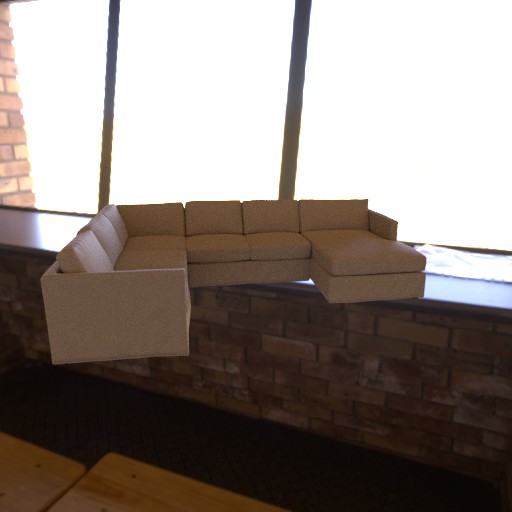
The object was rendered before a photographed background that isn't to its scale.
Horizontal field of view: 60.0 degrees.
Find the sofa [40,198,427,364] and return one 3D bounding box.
[{"bbox_3d":[0.000,0.000,4.574,3.460,0.882,2.427,-3,16,-9],"label":"sofa"}]
